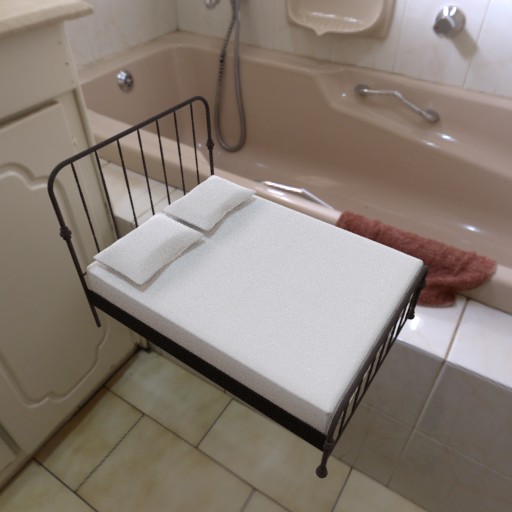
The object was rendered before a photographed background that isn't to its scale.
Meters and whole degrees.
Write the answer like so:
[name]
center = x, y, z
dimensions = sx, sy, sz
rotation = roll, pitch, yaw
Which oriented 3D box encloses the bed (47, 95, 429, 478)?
[bed]
center = 0.000, 0.000, 3.186
dimensions = 2.134, 1.446, 1.616
rotation = 25, 47, 25
